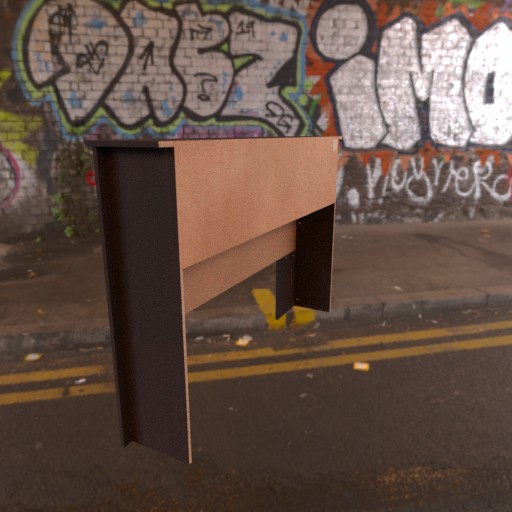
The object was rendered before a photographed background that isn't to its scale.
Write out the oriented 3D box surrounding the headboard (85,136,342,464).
[{"bbox_3d":[0.000,0.000,2.116,0.279,1.092,1.671,8,17,26],"label":"headboard"}]
